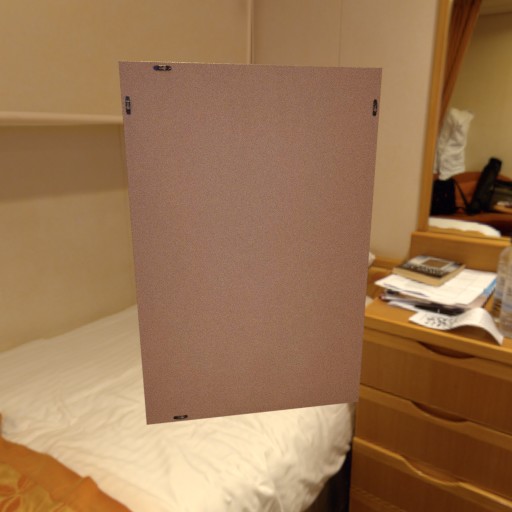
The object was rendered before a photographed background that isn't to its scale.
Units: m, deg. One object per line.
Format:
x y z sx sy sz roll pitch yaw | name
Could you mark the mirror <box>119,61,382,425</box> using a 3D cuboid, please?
0.000 0.000 1.147 0.609 0.915 0.040 -3 16 -10 | mirror
